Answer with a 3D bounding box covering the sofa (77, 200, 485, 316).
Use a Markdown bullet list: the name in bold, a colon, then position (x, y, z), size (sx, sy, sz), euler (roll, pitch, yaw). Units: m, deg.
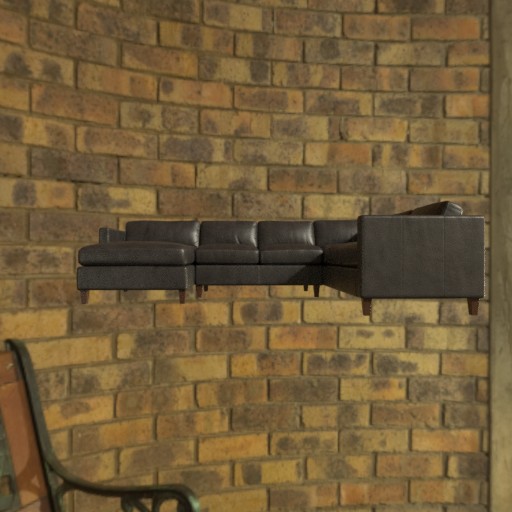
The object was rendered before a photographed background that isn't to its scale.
- **sofa**: position (0.000, 0.000, 4.444), size (3.324, 0.891, 2.452), euler (0, 0, -2)
